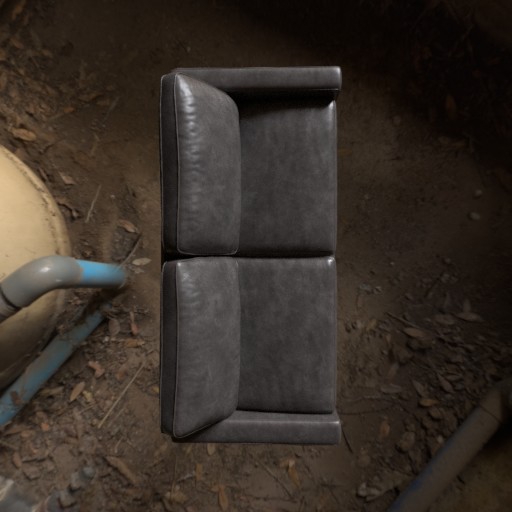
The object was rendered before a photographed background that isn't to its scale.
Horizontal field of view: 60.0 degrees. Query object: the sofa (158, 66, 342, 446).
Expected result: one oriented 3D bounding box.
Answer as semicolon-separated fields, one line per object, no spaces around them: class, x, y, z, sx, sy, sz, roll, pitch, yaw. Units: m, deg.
sofa;0.000;0.000;2.522;0.939;0.916;2.081;0;90;2
